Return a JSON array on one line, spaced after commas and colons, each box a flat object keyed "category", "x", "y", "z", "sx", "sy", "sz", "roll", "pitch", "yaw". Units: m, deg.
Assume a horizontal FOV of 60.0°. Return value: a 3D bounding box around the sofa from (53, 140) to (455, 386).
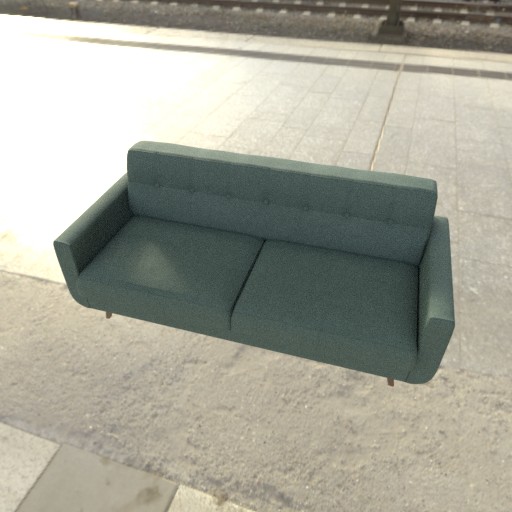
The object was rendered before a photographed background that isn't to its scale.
[{"category": "sofa", "x": 0.000, "y": 0.000, "z": 2.512, "sx": 2.029, "sy": 0.841, "sz": 0.909, "roll": 11, "pitch": 40, "yaw": 13}]
